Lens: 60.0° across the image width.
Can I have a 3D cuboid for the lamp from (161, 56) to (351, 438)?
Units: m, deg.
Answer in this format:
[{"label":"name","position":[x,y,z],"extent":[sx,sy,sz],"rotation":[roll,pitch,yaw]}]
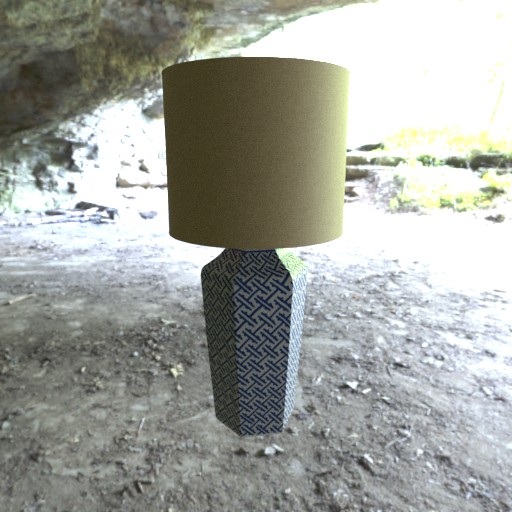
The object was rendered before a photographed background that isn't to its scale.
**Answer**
[{"label":"lamp","position":[0.000,0.000,0.840],"extent":[0.320,0.682,0.320],"rotation":[6,15,24]}]
